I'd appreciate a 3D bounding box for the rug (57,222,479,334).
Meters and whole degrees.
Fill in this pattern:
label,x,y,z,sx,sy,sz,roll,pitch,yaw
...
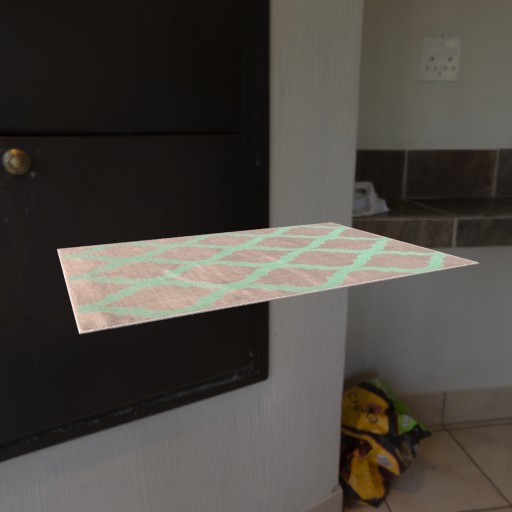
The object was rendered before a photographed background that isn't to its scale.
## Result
label,x,y,z,sx,sy,sz,roll,pitch,yaw
rug,0.000,0.000,2.873,2.286,0.006,1.524,-7,16,-25
